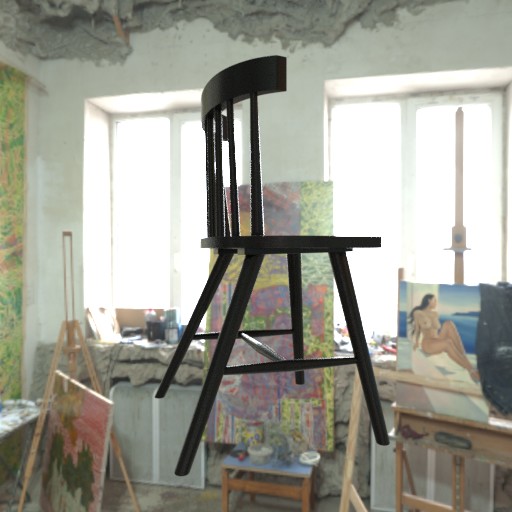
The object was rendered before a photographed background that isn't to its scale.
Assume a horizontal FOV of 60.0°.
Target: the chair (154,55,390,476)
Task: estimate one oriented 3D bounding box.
[{"bbox_3d":[0.000,0.000,1.158,0.483,0.844,0.506,0,1,-17],"label":"chair"}]
